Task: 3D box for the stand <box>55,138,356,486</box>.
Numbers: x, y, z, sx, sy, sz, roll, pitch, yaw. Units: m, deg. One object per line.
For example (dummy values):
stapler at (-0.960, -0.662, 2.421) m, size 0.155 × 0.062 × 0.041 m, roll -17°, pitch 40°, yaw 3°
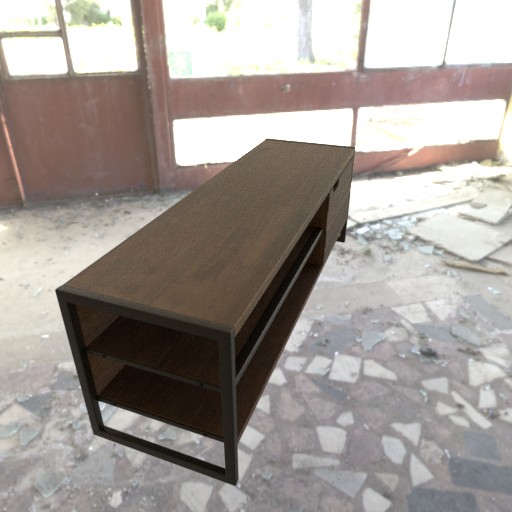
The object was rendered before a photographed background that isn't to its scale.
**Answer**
stand at (0.000, 0.000, 1.699) m, size 0.454 × 0.506 × 1.480 m, roll 11°, pitch 31°, yaw 18°
